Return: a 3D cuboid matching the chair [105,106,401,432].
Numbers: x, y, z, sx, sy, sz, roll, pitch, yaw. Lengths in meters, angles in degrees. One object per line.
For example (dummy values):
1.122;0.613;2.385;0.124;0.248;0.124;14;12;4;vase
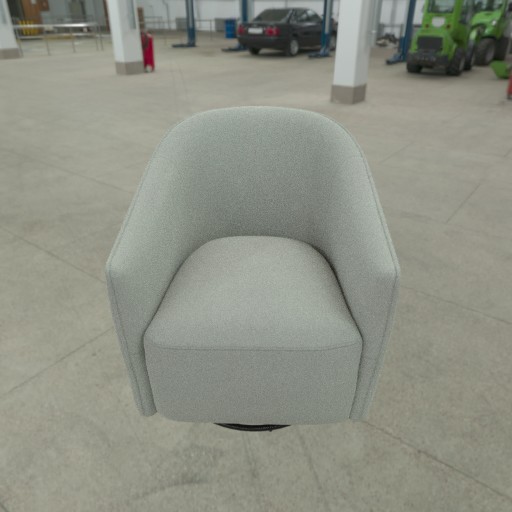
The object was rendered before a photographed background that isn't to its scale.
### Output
0.000;0.000;1.466;0.747;0.799;0.875;1;30;1;chair
